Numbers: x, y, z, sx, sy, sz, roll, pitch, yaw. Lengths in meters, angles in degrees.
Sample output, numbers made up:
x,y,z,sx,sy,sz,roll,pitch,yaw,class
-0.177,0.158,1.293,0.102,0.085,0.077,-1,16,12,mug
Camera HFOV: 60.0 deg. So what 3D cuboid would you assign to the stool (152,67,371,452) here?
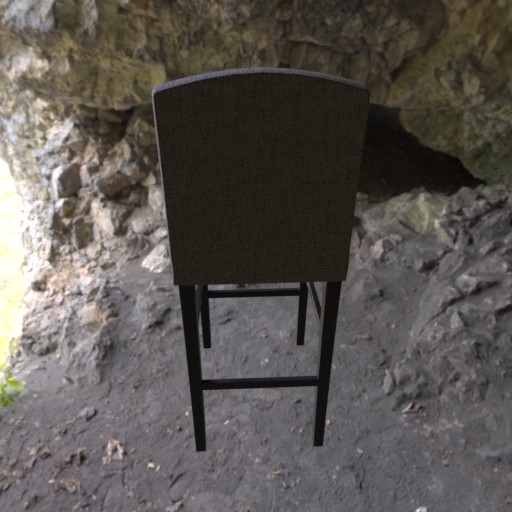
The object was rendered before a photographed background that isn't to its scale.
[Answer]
x,y,z,sx,sy,sz,roll,pitch,yaw,class
0.000,0.000,1.374,0.451,1.138,0.552,-1,30,-2,stool
